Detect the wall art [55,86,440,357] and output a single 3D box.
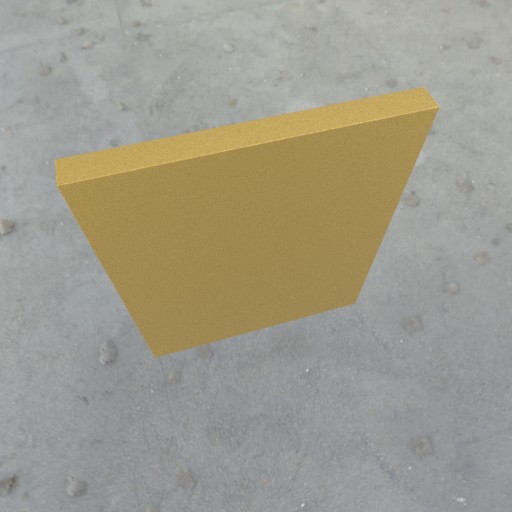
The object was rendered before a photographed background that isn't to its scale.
[{"bbox_3d":[0.000,0.000,0.881,0.537,0.642,0.048,-14,59,-9],"label":"wall art"}]
